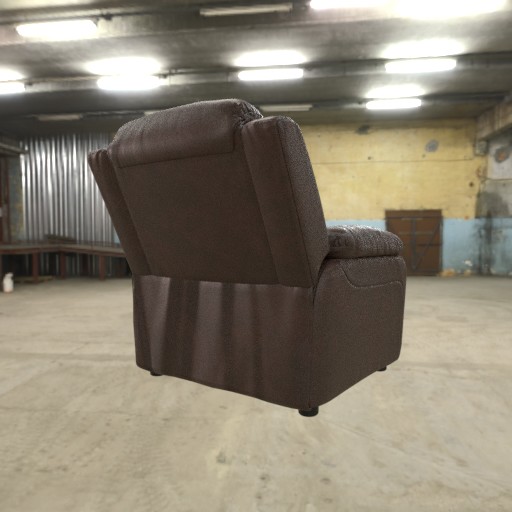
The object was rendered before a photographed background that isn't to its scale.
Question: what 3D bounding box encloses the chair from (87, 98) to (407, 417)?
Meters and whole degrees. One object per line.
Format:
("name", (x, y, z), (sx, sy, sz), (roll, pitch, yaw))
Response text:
("chair", (0.000, 0.000, 1.263), (0.680, 0.702, 0.707), (2, 3, 35))
